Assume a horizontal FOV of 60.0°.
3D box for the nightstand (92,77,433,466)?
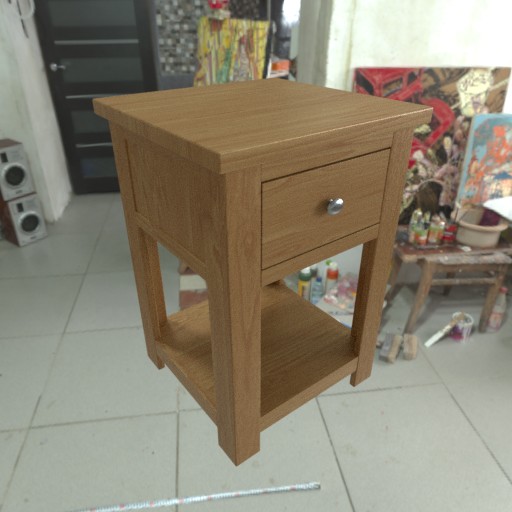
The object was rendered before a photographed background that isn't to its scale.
[{"bbox_3d":[0.000,0.000,0.922,0.428,0.614,0.418,-21,36,-32],"label":"nightstand"}]
